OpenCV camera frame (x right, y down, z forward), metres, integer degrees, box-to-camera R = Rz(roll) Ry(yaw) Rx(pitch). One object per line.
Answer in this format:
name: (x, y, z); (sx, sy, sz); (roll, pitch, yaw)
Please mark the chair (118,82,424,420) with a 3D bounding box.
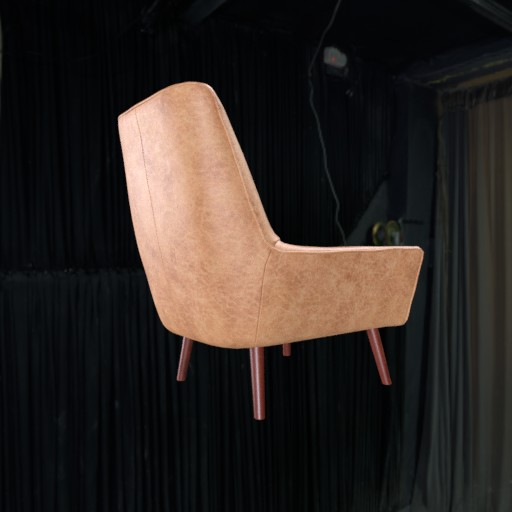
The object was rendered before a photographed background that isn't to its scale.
chair: (0.000, 0.000, 1.490); (0.851, 0.883, 0.753); (-1, 2, -38)
